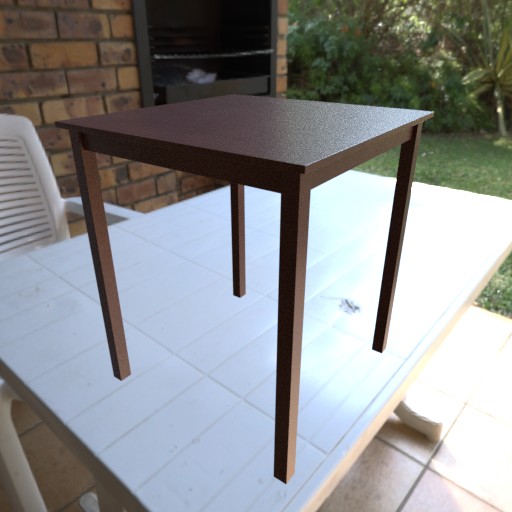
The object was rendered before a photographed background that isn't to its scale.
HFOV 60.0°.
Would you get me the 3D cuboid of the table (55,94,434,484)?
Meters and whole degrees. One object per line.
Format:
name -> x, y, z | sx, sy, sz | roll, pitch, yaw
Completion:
table -> 0.000, 0.000, 1.628 | 0.861, 0.991, 0.861 | 18, 31, 32
